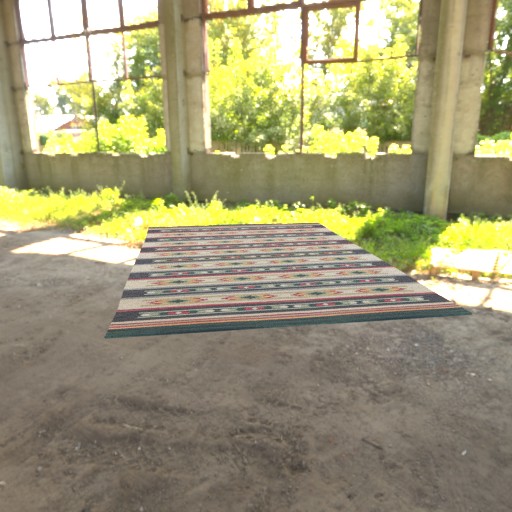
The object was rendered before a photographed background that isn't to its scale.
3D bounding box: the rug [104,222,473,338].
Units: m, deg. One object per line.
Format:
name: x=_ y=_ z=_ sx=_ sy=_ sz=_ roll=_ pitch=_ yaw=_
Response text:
rug: x=0.000 y=0.000 z=2.302 sx=1.221 sy=0.009 sz=1.825 roll=-2 pitch=15 yaw=-9
